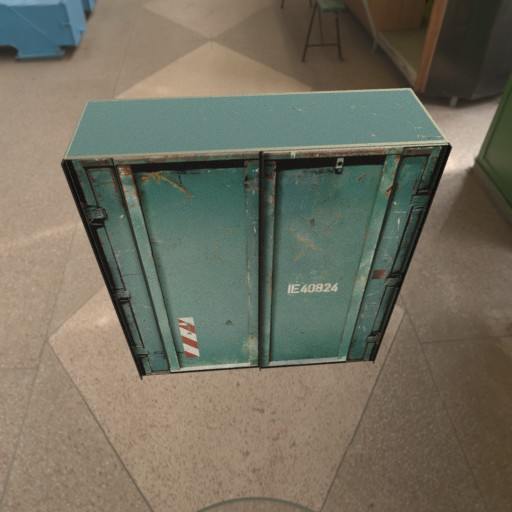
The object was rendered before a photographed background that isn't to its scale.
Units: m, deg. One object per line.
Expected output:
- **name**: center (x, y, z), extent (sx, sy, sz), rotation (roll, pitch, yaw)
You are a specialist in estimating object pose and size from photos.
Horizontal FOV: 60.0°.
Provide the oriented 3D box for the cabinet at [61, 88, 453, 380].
- **cabinet**: center (0.000, 0.000, 3.260), extent (2.000, 2.160, 0.680), rotation (-3, 46, -3)
